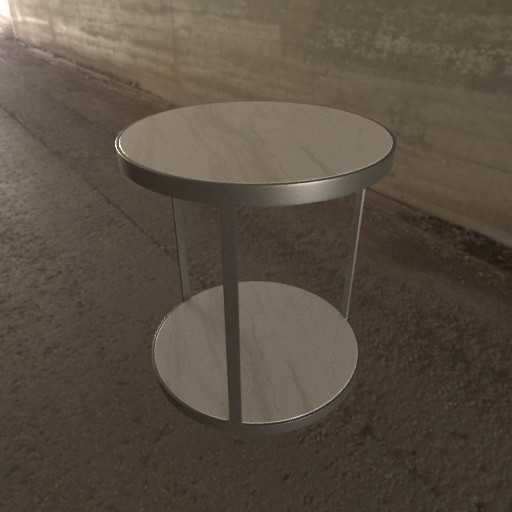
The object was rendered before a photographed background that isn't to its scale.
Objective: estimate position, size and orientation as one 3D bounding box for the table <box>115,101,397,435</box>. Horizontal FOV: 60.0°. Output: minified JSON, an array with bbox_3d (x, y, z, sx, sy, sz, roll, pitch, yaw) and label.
[{"bbox_3d":[0.000,0.000,0.852,0.445,0.479,0.445,0,32,0],"label":"table"}]
